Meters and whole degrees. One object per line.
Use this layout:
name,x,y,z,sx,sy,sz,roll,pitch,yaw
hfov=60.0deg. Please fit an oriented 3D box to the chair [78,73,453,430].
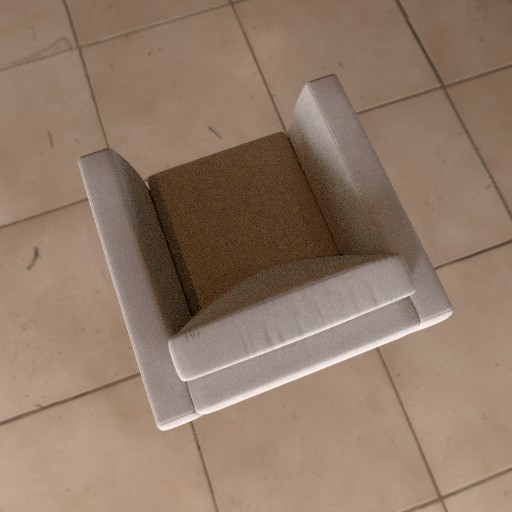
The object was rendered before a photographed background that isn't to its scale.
chair,0.000,0.000,1.685,1.000,0.860,0.930,-20,75,-5
